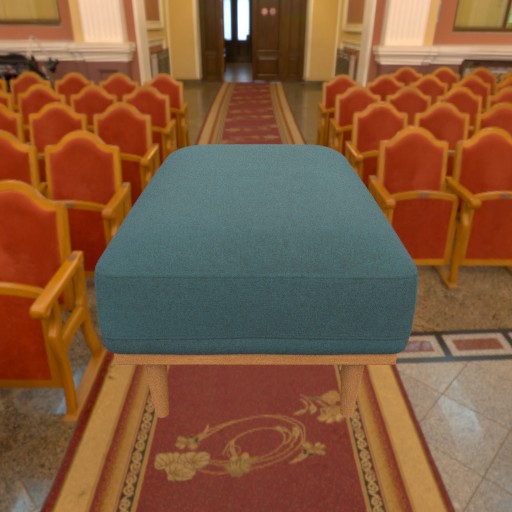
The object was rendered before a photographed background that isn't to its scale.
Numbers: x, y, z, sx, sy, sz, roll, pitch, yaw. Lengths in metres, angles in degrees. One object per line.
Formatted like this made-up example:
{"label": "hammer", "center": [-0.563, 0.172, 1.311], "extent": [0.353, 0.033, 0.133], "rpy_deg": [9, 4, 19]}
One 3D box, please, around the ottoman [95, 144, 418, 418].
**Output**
{"label": "ottoman", "center": [0.000, 0.000, 1.096], "extent": [0.549, 0.428, 0.749], "rpy_deg": [0, 28, 0]}
